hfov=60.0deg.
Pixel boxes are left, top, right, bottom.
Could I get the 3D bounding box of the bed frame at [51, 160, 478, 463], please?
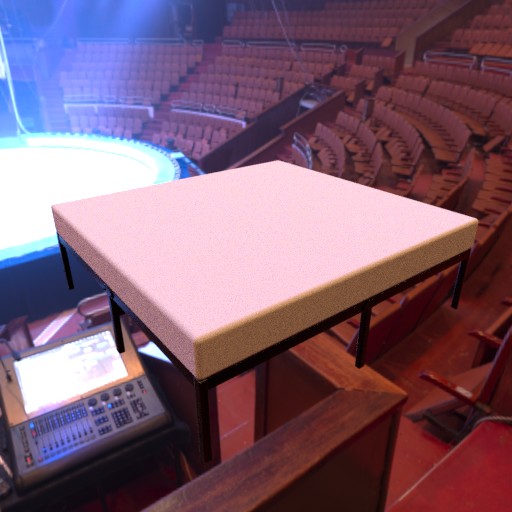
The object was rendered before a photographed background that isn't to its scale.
[{"bbox_3d":[0.000,0.000,3.052,2.079,0.659,1.963,-19,31,-33],"label":"bed frame"}]
